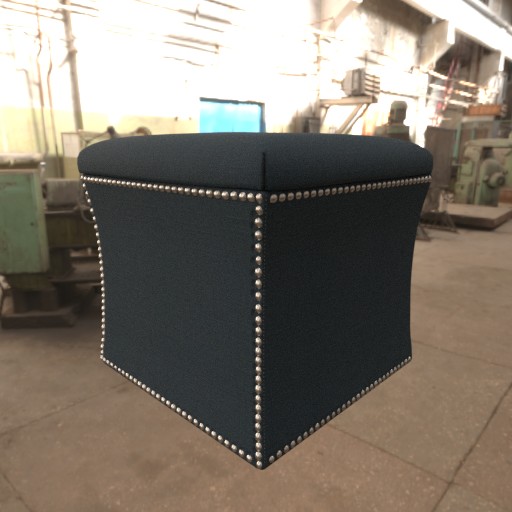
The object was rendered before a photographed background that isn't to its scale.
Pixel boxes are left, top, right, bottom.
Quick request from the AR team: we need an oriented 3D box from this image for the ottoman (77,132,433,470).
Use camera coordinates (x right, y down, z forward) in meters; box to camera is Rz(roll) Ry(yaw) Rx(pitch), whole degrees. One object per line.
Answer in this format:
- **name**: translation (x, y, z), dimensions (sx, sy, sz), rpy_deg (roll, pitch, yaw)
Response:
- **ottoman**: translation (0.000, 0.000, 0.885), dimensions (0.507, 0.475, 0.497), rpy_deg (13, 19, 43)
